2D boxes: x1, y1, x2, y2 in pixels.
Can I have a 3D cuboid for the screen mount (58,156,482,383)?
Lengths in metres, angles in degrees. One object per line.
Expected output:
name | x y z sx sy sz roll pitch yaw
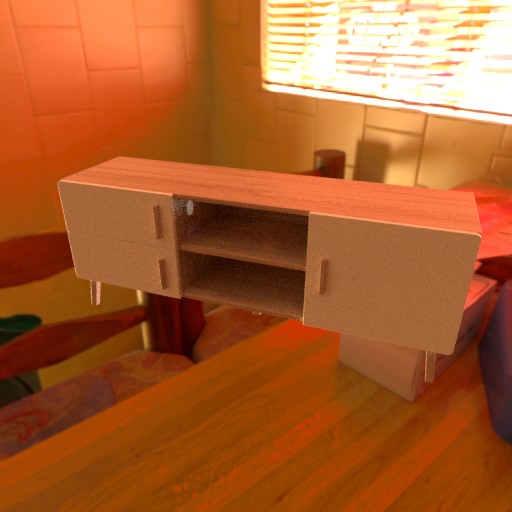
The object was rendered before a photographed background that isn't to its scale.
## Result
screen mount | 0.000 0.000 1.767 1.500 0.570 0.420 9 28 18
